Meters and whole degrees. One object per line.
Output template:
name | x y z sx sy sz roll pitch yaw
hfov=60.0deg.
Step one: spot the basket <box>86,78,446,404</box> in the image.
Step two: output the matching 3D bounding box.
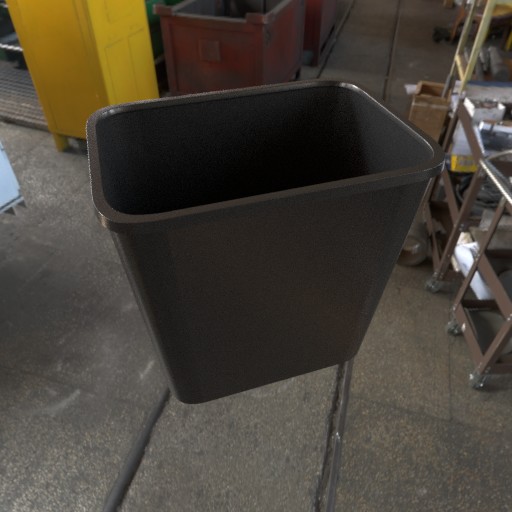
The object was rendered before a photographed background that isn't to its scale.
basket | 0.000 0.000 0.512 0.300 0.307 0.211 -12 44 -13
